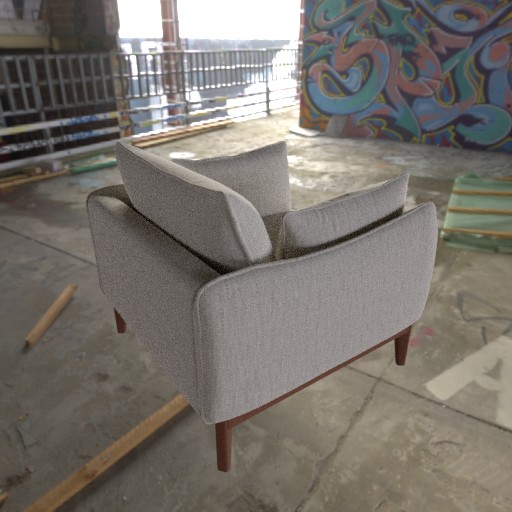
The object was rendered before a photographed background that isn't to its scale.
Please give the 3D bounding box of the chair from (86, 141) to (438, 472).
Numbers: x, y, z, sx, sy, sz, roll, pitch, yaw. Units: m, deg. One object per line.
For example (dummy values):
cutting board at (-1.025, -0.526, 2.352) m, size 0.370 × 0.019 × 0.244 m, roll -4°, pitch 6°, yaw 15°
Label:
chair at (0.000, 0.000, 1.724) m, size 0.991 × 0.855 × 0.994 m, roll -17°, pitch 31°, yaw -31°
